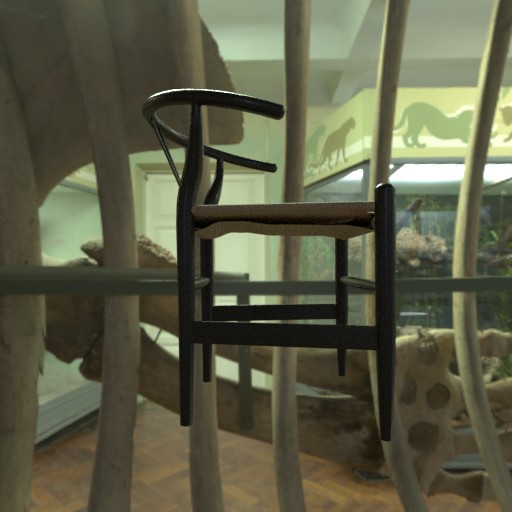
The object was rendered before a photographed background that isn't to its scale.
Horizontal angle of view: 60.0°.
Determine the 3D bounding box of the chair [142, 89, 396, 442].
[{"bbox_3d":[0.000,0.000,1.144,0.570,0.739,0.570,0,-1,1],"label":"chair"}]
